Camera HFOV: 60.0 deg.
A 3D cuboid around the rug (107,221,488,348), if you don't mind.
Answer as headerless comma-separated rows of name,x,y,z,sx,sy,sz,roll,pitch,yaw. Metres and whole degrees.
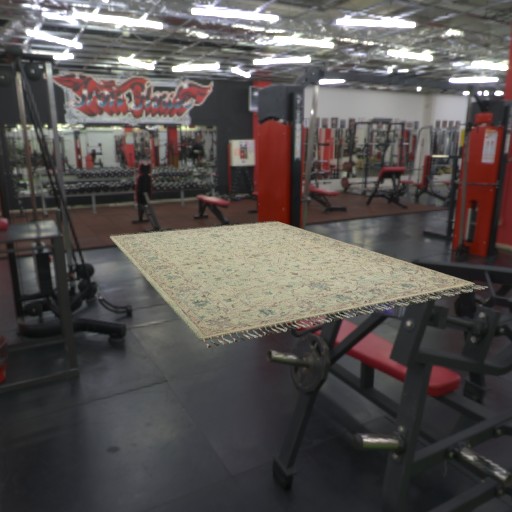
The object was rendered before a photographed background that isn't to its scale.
rug,0.000,0.000,2.326,1.247,0.008,1.802,-7,16,-26
